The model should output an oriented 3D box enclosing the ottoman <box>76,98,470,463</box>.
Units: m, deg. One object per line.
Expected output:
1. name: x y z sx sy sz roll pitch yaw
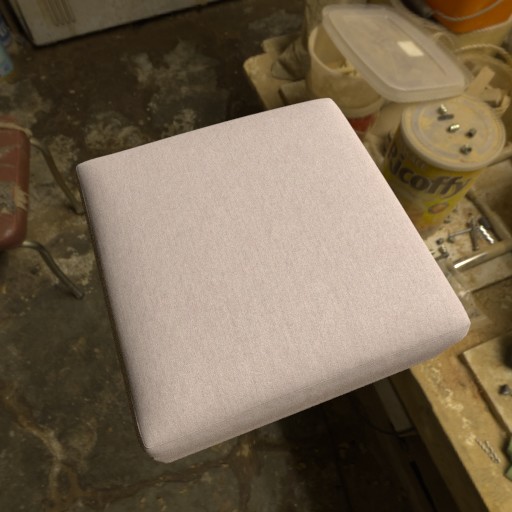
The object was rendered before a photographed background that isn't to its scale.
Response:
1. ottoman: 0.000 0.000 1.557 1.041 0.470 1.041 -18 64 -9
